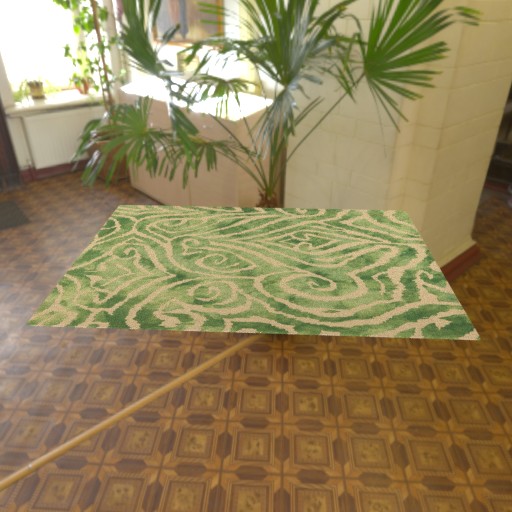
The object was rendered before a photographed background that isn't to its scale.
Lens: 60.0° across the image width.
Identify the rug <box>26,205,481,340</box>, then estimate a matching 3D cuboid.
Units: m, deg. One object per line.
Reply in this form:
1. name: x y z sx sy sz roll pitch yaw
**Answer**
1. rug: 0.000 0.000 2.301 1.826 0.006 1.220 1 30 2
